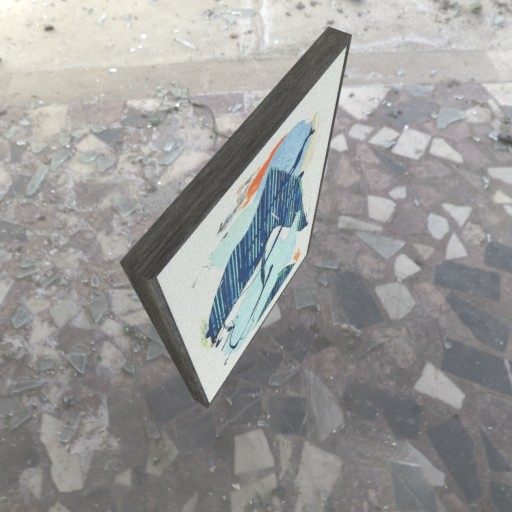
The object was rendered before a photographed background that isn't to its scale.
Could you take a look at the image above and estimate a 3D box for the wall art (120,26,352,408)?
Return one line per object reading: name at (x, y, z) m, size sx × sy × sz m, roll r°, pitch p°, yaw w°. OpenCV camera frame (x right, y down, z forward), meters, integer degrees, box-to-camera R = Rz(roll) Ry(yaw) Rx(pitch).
wall art at (0.000, 0.000, 1.328) m, size 0.063 × 1.016 × 0.762 m, roll 28°, pitch 64°, yaw 15°
